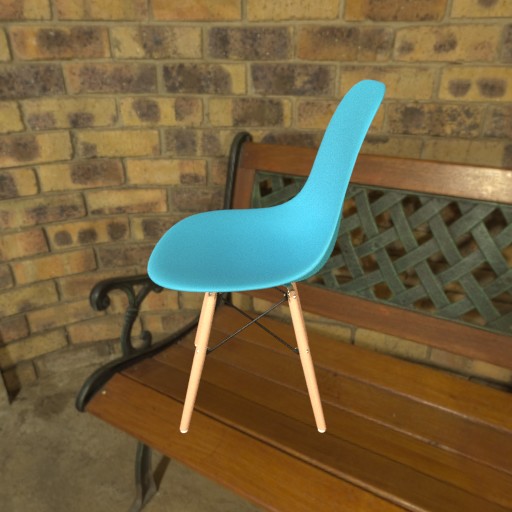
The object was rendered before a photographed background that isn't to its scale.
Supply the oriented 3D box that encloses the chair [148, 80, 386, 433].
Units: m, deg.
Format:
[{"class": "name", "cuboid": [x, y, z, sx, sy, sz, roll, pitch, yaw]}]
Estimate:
[{"class": "chair", "cuboid": [0.000, 0.000, 1.126, 0.531, 0.826, 0.470, 0, 26, -1]}]
